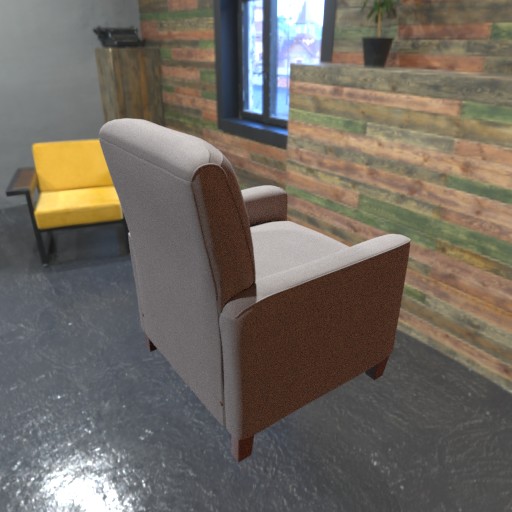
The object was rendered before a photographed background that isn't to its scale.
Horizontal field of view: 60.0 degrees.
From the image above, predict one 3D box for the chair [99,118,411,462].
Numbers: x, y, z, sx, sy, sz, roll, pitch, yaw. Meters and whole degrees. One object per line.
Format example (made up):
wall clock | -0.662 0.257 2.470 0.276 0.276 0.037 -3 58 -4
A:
chair | 0.000 0.000 1.685 0.859 1.023 0.845 -18 31 -32
